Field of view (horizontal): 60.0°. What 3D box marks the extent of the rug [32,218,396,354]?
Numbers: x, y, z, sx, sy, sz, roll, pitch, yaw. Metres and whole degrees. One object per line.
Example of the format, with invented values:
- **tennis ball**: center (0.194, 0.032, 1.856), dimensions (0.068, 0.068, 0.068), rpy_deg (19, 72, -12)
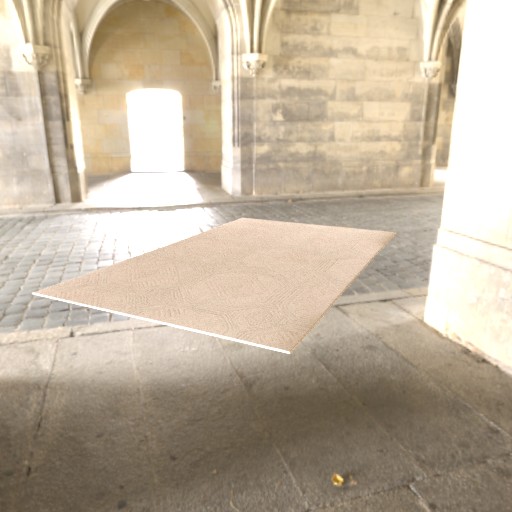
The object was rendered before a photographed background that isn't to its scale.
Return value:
- **rug**: center (0.000, 0.000, 3.148), dimensions (1.524, 0.008, 2.440), rpy_deg (8, 18, 25)
